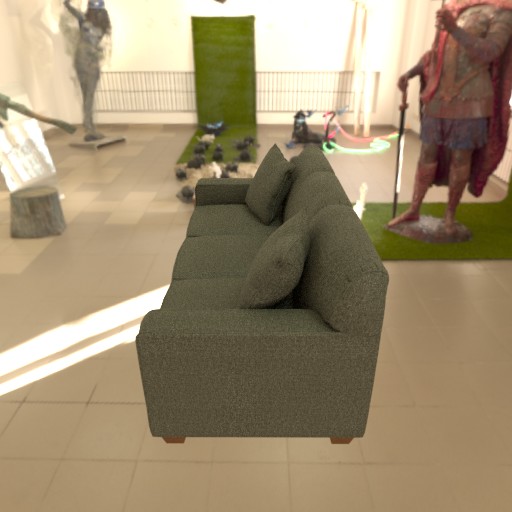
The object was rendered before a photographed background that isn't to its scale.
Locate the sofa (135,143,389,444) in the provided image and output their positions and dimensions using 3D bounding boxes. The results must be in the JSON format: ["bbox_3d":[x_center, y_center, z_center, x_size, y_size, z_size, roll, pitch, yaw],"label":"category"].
[{"bbox_3d":[0.000,0.000,2.654,0.997,0.958,2.024,0,27,0],"label":"sofa"}]
